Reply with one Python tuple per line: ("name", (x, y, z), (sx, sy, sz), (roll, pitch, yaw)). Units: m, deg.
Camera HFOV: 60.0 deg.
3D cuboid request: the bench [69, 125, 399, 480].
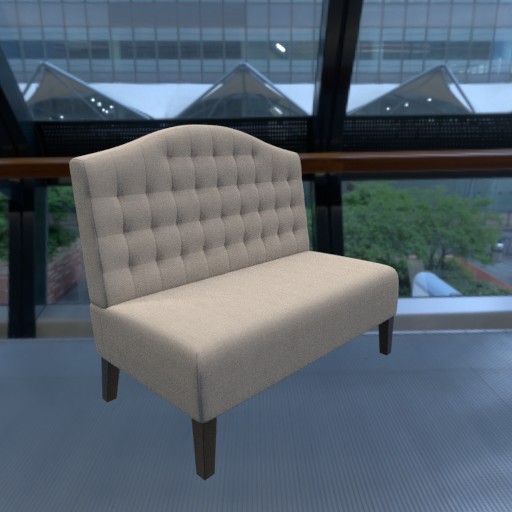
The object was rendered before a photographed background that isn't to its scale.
("bench", (0.000, 0.000, 2.050), (0.815, 1.180, 1.335), (14, 20, 42))
